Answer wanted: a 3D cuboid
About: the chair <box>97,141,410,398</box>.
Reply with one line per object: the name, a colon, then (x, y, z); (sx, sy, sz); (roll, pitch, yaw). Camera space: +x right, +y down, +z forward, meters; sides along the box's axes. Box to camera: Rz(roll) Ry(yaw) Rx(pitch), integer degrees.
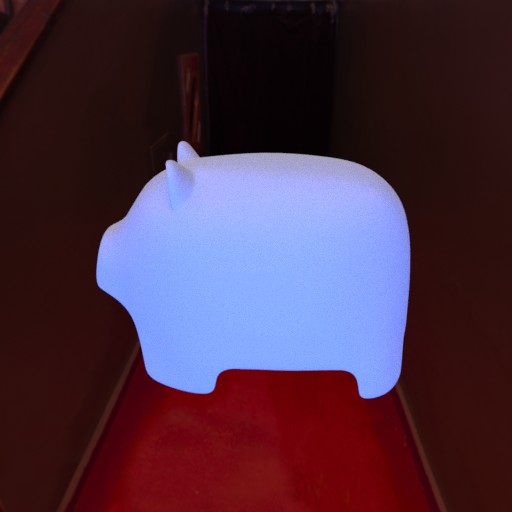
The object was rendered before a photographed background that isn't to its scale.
chair: (0.000, 0.000, 0.888); (0.619, 0.423, 0.364); (0, 27, 0)
